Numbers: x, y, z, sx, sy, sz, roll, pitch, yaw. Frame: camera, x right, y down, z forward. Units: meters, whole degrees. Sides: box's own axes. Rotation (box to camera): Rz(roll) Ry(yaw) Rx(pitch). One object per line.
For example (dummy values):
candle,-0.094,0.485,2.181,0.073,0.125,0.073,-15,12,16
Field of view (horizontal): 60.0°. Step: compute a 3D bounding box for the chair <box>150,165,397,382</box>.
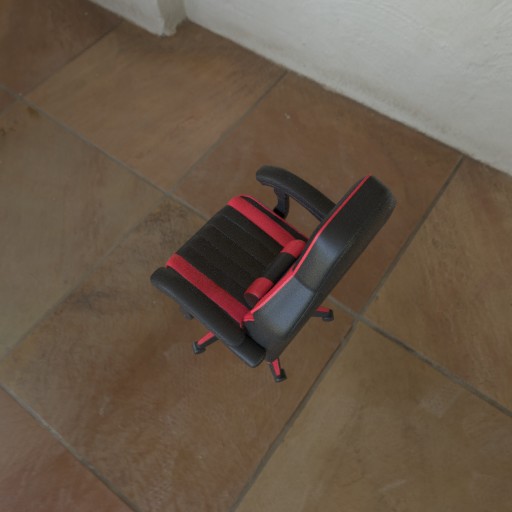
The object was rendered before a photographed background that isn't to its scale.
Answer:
chair,0.000,0.000,1.658,0.700,1.220,0.700,36,68,17
